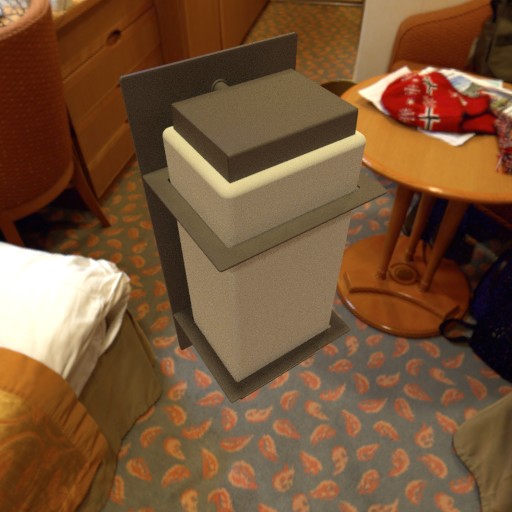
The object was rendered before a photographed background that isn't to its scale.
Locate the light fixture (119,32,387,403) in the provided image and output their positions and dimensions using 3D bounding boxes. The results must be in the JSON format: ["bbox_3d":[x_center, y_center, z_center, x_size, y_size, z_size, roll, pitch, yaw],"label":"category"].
[{"bbox_3d":[0.000,0.000,0.427,0.153,0.347,0.146,-26,51,-23],"label":"light fixture"}]
